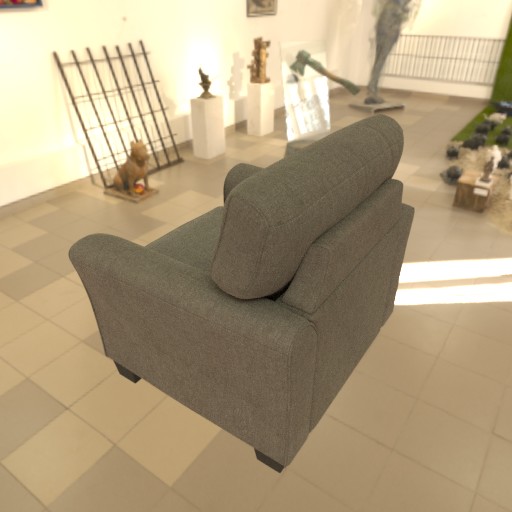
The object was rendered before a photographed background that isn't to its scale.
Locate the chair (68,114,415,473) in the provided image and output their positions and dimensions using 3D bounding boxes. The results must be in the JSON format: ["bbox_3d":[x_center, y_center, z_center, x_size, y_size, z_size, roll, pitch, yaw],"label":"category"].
[{"bbox_3d":[0.000,0.000,1.567,0.816,0.890,0.941,19,36,29],"label":"chair"}]
